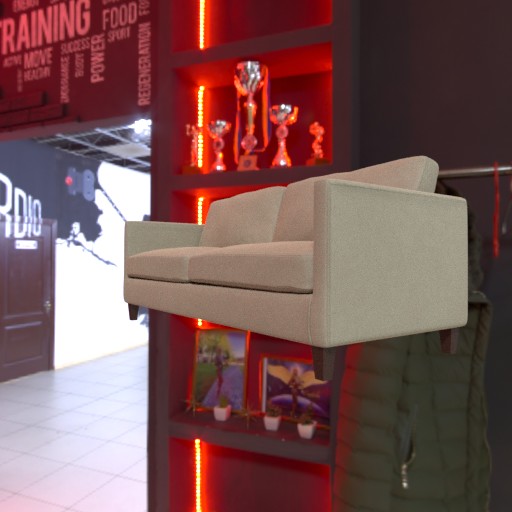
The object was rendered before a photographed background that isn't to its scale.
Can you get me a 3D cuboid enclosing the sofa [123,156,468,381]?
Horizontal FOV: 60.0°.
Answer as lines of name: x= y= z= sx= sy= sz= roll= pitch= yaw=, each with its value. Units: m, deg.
sofa: x=0.000 y=0.000 z=2.694 sx=0.948 sy=0.932 sz=2.181 roll=0 pitch=-1 yaw=-35
